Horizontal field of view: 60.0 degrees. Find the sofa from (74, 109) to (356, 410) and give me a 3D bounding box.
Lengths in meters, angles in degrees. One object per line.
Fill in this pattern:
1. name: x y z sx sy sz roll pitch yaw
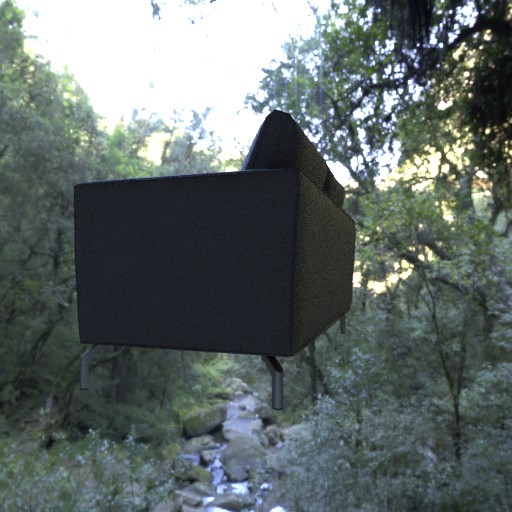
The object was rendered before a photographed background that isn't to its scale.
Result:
1. sofa: 0.000 0.000 2.113 0.803 0.924 1.594 0 -1 18
